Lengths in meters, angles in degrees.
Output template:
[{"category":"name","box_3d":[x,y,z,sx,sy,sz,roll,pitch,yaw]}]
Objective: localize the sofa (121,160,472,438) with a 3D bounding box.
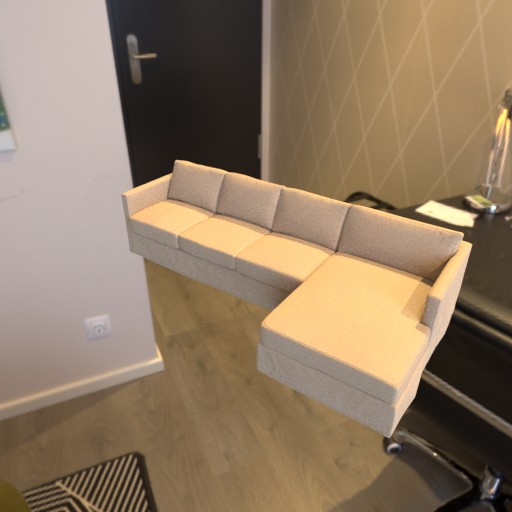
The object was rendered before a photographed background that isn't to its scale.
[{"category":"sofa","box_3d":[0.000,0.000,3.906,3.206,0.871,1.622,19,36,30]}]
